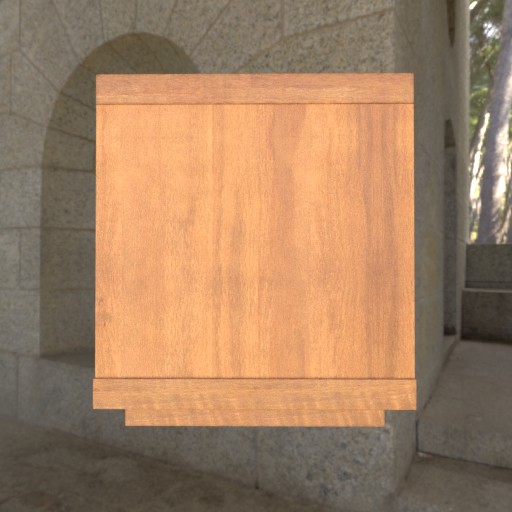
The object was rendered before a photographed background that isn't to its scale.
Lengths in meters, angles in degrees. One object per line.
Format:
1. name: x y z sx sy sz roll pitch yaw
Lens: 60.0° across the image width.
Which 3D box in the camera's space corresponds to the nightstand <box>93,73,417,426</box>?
1. nightstand: 0.000 0.000 0.844 0.436 0.491 0.493 0 -1 1
